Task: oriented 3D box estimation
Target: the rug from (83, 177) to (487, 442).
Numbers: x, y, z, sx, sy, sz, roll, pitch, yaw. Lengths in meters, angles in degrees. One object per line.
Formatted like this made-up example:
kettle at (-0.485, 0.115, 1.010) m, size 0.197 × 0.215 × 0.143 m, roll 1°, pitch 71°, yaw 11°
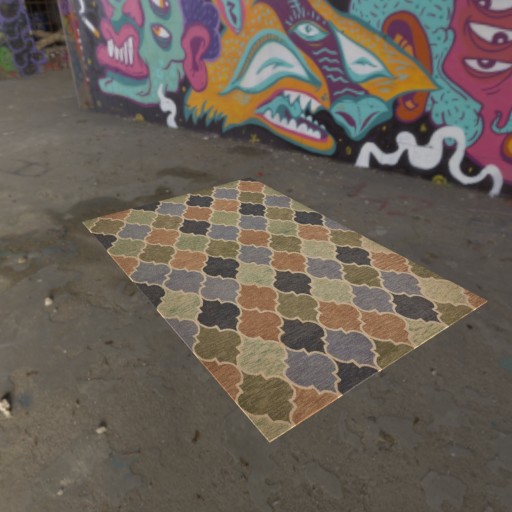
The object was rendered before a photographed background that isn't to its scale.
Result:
rug at (0.000, 0.000, 2.297) m, size 1.216 × 0.006 × 1.828 m, roll -21°, pitch 37°, yaw -30°
